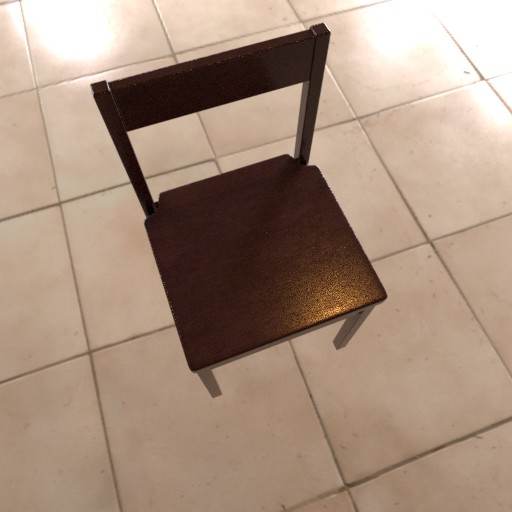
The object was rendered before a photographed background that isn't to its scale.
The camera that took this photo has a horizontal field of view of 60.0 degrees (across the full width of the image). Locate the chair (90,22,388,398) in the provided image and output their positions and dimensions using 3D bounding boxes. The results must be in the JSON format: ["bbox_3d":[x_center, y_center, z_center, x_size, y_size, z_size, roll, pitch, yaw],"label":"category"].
[{"bbox_3d":[0.000,0.000,0.865,0.367,0.668,0.361,-19,66,-9],"label":"chair"}]
